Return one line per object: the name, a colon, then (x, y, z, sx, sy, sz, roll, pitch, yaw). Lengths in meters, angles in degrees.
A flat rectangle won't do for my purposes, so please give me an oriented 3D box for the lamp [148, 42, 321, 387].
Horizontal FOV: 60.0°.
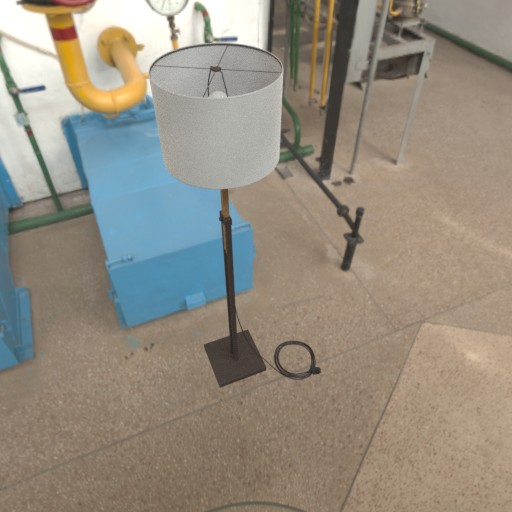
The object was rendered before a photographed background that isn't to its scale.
lamp: (0.000, 0.000, 1.938, 0.639, 1.650, 0.474, -16, 48, -16)
